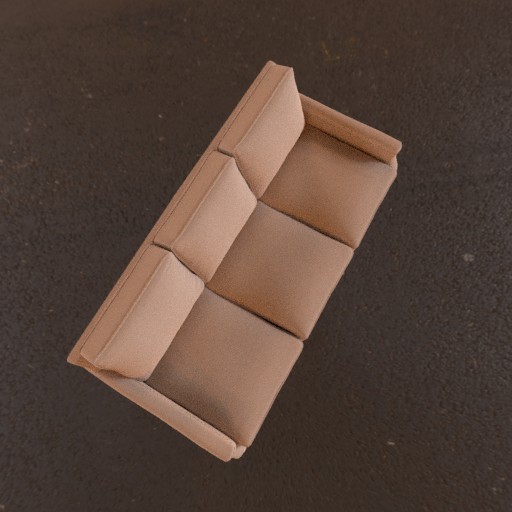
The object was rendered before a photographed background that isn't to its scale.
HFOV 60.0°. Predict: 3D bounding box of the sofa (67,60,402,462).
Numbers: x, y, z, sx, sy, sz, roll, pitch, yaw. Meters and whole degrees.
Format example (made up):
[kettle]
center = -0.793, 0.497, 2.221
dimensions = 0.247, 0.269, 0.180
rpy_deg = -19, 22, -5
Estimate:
[sofa]
center = 0.000, 0.000, 2.837
dimensions = 1.084, 1.003, 2.246
rpy_deg = 29, 76, 8
